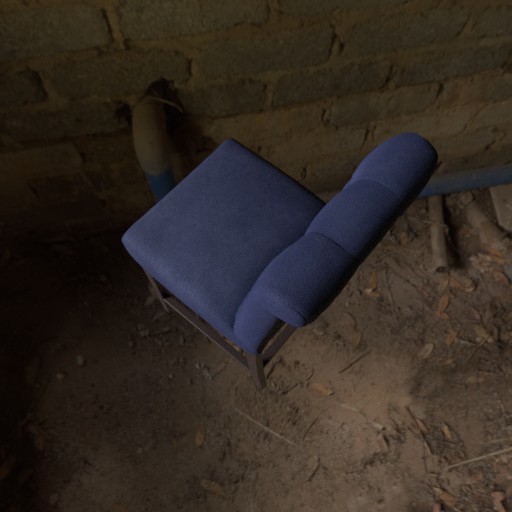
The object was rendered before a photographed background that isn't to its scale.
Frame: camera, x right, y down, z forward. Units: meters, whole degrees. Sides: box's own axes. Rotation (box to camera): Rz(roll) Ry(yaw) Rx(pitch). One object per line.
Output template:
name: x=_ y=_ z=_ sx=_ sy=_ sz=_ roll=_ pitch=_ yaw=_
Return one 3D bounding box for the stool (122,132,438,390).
stool: x=0.000 y=0.000 z=1.312 sx=0.601 sy=1.010 sz=0.493 roll=37 pitch=70 yaw=16
